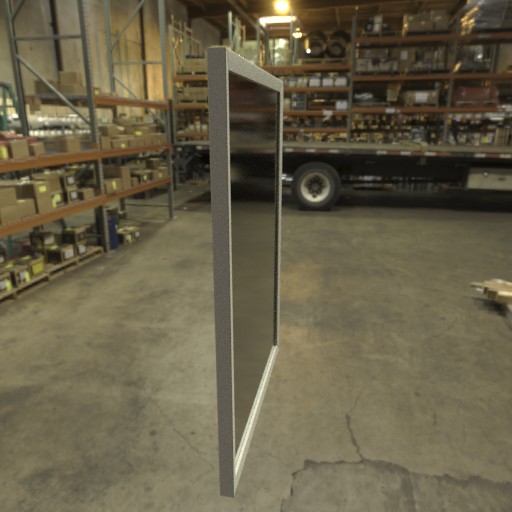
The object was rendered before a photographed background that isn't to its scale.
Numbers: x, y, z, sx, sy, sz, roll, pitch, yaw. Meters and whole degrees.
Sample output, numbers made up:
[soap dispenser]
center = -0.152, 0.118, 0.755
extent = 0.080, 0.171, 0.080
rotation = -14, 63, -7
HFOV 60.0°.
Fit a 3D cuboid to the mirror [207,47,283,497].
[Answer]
[mirror]
center = 0.000, 0.000, 1.306
extent = 0.040, 1.016, 0.762
rotation = 3, 17, 11
